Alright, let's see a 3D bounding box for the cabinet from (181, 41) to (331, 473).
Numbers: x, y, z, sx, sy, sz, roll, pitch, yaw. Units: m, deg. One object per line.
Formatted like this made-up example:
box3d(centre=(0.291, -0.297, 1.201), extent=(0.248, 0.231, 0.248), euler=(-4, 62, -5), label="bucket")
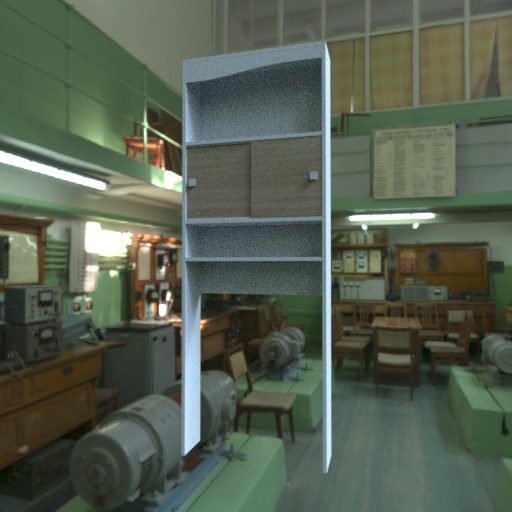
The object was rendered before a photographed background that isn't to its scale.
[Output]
box3d(centre=(0.000, 0.000, 1.980), extent=(0.643, 1.770, 0.192), euler=(0, -1, 16), label="cabinet")
